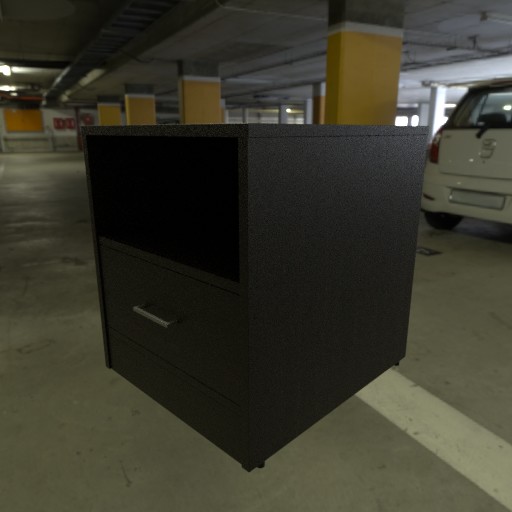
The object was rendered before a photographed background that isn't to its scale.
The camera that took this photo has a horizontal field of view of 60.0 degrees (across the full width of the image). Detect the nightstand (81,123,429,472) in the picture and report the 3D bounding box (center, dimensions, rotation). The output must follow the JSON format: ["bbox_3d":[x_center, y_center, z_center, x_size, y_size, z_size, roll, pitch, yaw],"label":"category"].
[{"bbox_3d":[0.000,0.000,0.816,0.400,0.460,0.461,15,22,42],"label":"nightstand"}]
